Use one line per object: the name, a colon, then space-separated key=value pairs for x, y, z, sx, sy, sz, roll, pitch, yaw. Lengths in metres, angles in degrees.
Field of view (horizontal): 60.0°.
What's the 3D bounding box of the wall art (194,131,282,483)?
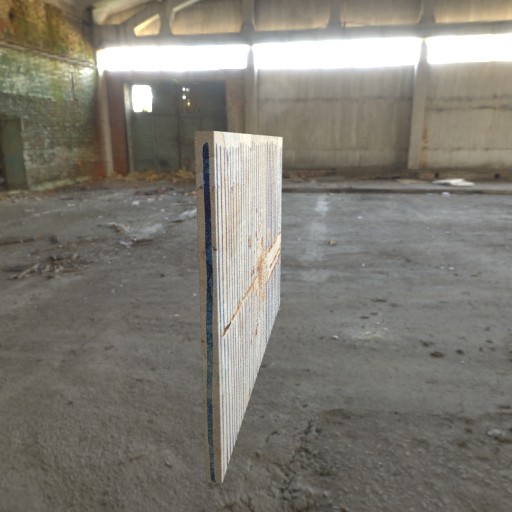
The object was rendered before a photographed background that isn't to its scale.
wall art: x=0.000 y=0.000 z=1.442 sx=0.038 sy=0.757 sz=1.143 roll=2 pitch=15 yaw=9
